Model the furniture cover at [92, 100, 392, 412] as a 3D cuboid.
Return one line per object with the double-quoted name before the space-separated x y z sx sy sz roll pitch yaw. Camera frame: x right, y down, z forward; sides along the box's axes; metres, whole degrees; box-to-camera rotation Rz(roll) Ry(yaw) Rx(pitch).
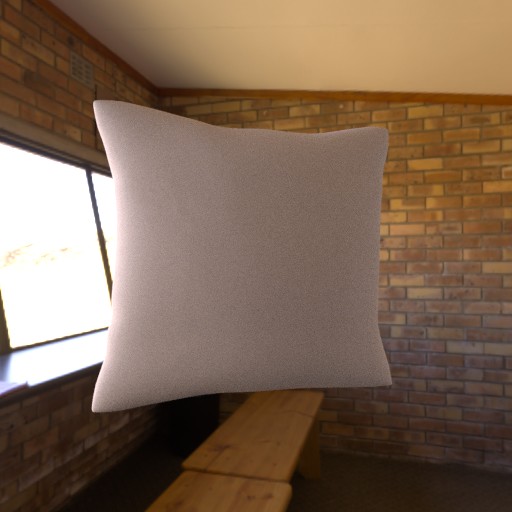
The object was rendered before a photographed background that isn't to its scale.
"furniture cover" 0.000 0.000 0.794 0.552 0.509 0.193 0 -1 -16
